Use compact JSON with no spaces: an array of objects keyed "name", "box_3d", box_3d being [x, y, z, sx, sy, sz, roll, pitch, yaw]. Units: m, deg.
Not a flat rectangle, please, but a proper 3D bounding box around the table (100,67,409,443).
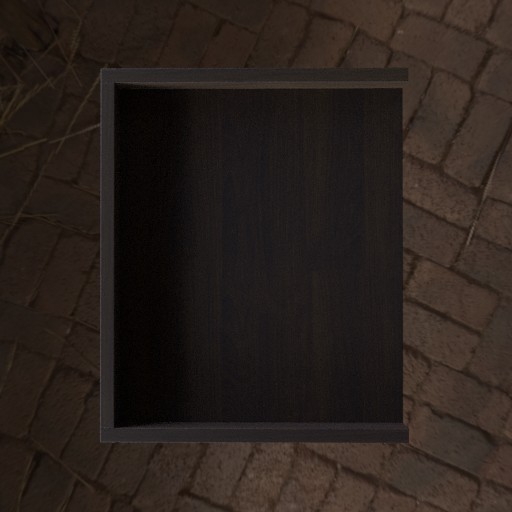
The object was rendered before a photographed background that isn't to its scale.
[{"name":"table","box_3d":[0.000,0.000,0.767,0.370,0.470,0.450,0,90,1]}]
